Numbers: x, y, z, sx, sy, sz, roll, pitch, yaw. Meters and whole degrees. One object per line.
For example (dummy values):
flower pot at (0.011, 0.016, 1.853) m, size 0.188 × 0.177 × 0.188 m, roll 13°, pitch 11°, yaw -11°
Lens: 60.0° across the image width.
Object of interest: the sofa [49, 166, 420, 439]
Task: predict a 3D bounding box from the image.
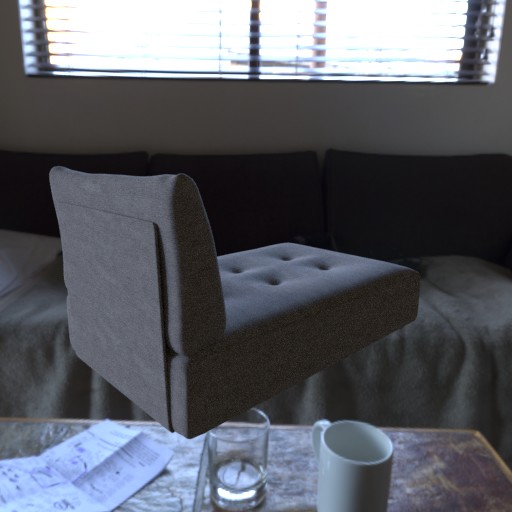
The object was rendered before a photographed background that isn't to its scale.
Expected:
sofa at (0.000, 0.000, 2.014) m, size 1.450 × 0.820 × 0.930 m, roll -13°, pitch 18°, yaw -42°
